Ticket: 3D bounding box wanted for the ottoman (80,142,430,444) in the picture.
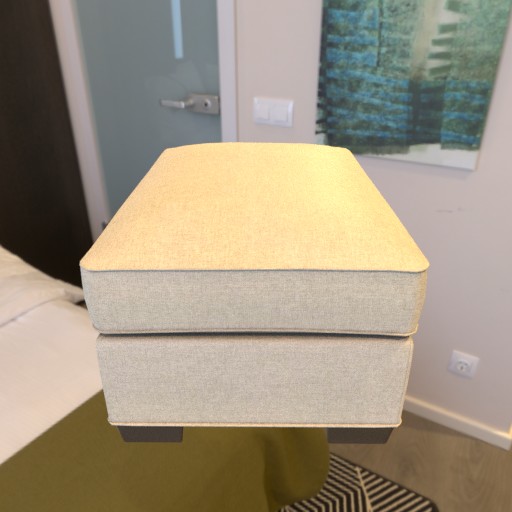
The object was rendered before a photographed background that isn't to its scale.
[{"bbox_3d":[0.000,0.000,1.206,0.619,0.504,0.843,0,28,0],"label":"ottoman"}]
